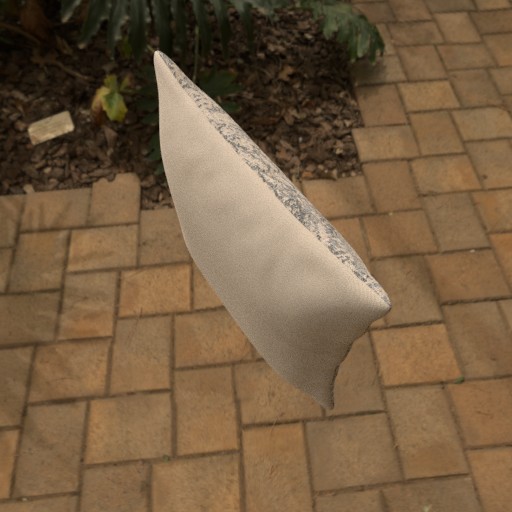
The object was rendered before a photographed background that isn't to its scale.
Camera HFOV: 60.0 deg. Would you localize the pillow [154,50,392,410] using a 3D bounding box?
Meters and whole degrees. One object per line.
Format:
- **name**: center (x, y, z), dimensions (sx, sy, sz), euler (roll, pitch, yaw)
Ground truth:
- **pillow**: center (0.000, 0.000, 0.784), dimensions (0.166, 0.510, 0.523), euler (-31, 64, -17)
